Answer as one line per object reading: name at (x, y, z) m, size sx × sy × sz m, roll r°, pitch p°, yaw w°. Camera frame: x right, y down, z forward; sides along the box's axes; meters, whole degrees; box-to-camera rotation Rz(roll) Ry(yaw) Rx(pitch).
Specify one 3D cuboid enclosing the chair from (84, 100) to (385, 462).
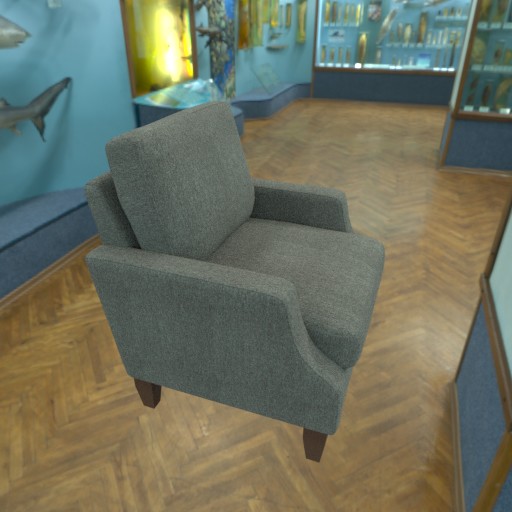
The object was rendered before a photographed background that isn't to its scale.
chair at (0.000, 0.000, 1.644) m, size 0.897 × 0.993 × 0.855 m, roll 11°, pitch 31°, yaw 18°
